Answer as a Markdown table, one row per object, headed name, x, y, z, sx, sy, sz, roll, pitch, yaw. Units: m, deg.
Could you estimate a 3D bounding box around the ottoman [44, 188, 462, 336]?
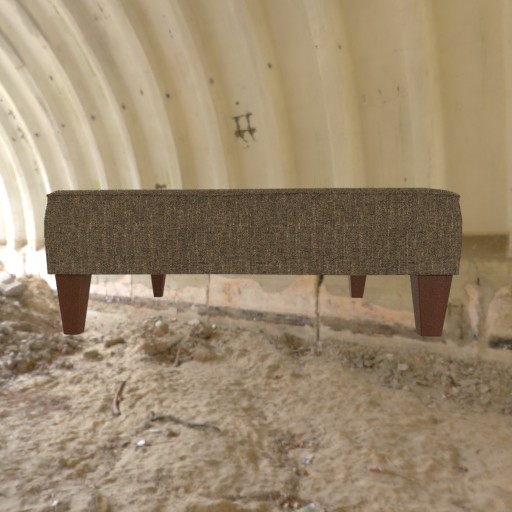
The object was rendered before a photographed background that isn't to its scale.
| name | x | y | z | sx | sy | sz | roll | pitch | yaw |
| --- | --- | --- | --- | --- | --- | --- | --- | --- | --- |
| ottoman | 0.000 | 0.000 | 1.532 | 1.016 | 0.379 | 0.981 | 0 | 1 | 1 |
